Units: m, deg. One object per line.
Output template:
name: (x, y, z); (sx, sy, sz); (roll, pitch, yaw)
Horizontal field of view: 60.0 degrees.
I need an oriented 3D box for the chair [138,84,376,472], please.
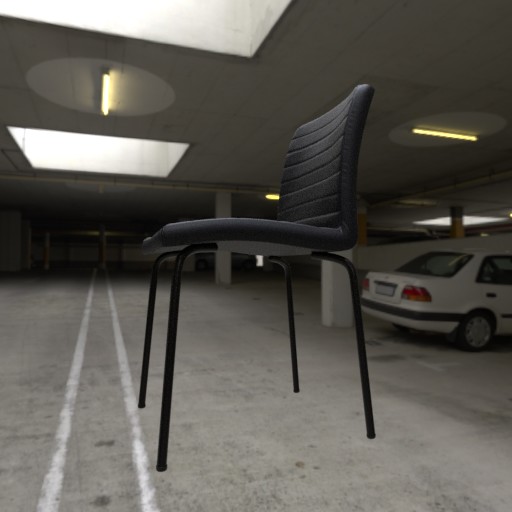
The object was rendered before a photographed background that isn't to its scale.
chair: (0.000, 0.000, 1.188); (0.572, 0.872, 0.450); (1, -2, -20)
